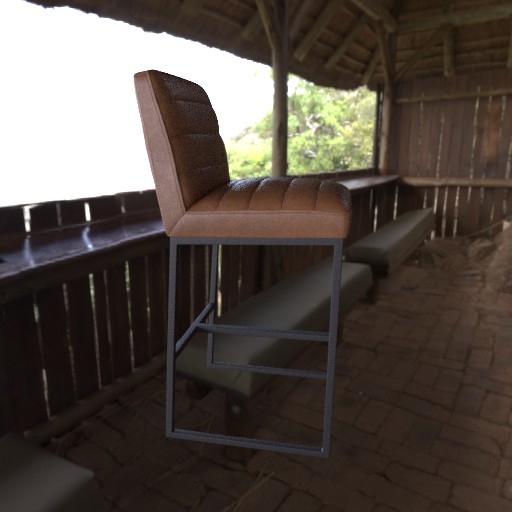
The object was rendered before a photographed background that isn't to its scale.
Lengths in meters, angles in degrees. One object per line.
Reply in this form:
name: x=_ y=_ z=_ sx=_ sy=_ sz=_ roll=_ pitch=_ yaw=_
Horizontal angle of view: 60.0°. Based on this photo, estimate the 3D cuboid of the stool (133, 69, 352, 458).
stool: x=0.000 y=0.000 z=1.364 sx=0.556 sy=1.040 sz=0.458 roll=3 pitch=16 yaw=11
